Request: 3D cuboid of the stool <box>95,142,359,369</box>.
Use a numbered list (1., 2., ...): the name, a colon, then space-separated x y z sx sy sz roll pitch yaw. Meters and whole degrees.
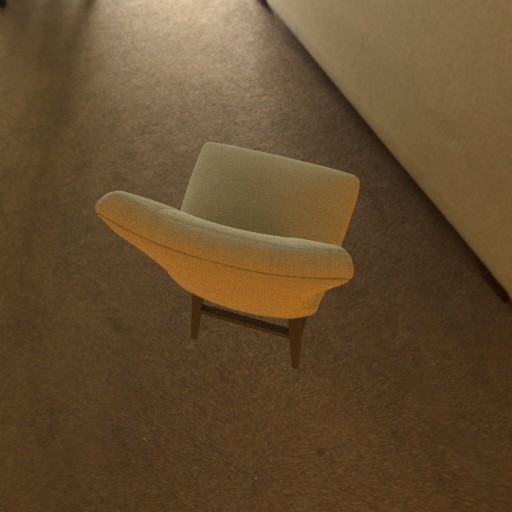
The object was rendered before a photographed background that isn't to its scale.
1. stool: 0.000 0.000 1.396 0.514 1.086 0.574 15 64 7
